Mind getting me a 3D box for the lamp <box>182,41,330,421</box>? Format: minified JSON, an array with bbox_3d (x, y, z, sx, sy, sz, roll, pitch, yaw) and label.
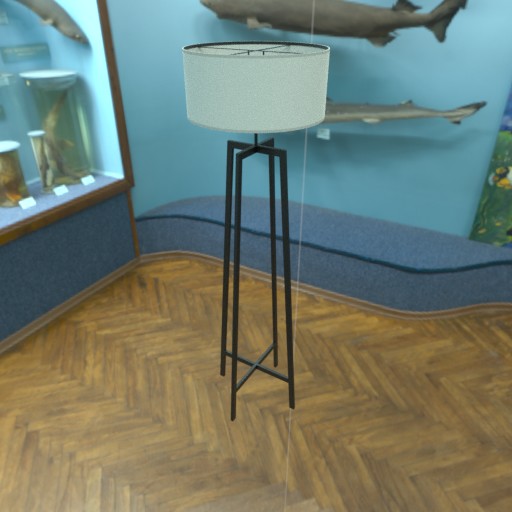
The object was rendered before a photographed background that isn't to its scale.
[{"bbox_3d":[0.000,0.000,1.765,0.457,1.510,0.456,17,34,27],"label":"lamp"}]
